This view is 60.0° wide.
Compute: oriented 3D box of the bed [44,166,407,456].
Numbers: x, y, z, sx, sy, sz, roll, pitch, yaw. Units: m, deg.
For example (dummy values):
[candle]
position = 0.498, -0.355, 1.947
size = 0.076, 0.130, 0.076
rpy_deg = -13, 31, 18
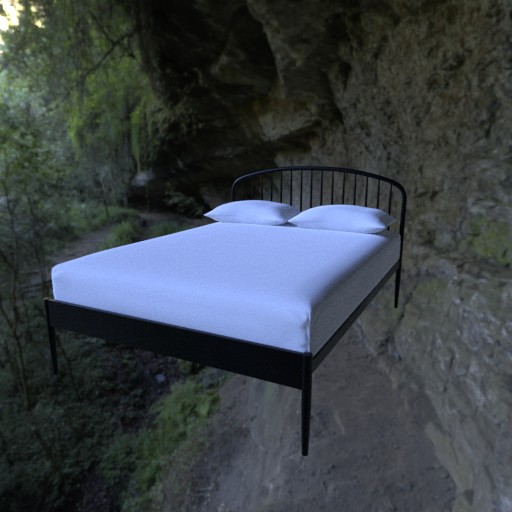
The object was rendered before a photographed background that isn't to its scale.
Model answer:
[bed]
position = 0.000, 0.000, 3.058
size = 1.618, 1.166, 2.159
rpy_deg = 7, 14, 27
